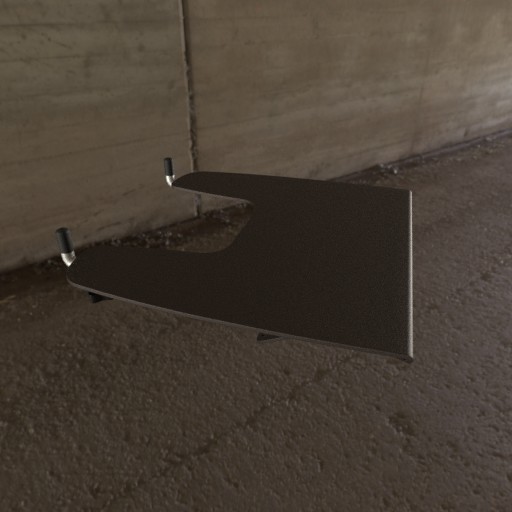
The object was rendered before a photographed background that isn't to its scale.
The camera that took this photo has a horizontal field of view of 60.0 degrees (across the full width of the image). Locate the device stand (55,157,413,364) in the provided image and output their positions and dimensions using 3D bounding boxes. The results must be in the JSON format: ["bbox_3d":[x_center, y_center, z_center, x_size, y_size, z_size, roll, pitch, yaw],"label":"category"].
[{"bbox_3d":[0.000,0.000,0.353,0.230,0.092,0.230,9,31,14],"label":"device stand"}]
